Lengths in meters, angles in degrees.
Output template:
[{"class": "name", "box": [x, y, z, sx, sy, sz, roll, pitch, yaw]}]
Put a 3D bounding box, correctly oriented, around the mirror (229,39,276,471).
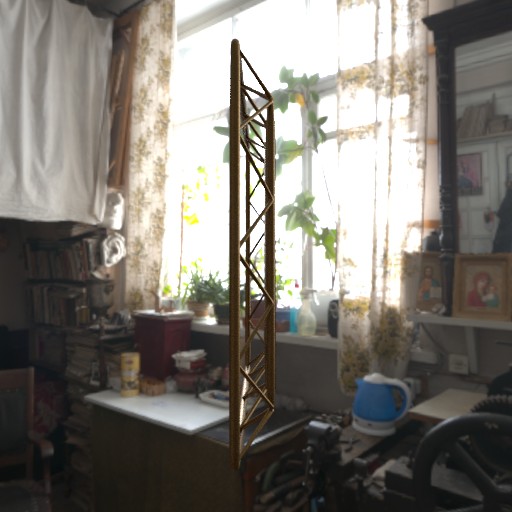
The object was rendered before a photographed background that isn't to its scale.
[{"class": "mirror", "box": [0.000, 0.000, 0.621, 0.046, 0.414, 0.416, 0, -1, 1]}]
